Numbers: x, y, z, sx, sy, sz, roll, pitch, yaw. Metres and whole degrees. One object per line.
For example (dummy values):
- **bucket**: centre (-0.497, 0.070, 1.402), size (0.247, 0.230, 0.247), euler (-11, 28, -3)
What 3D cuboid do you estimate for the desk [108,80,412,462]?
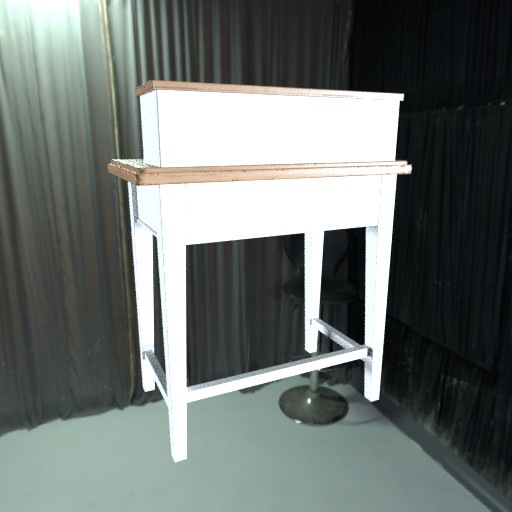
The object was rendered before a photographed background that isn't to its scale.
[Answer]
- **desk**: centre (0.000, 0.000, 1.434), size (0.814, 0.981, 0.462), euler (-7, 16, -25)
